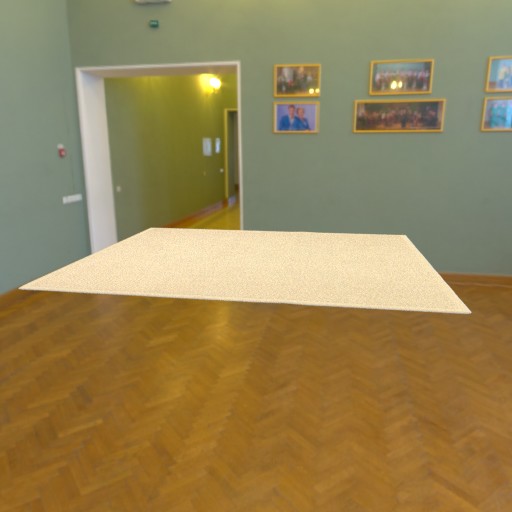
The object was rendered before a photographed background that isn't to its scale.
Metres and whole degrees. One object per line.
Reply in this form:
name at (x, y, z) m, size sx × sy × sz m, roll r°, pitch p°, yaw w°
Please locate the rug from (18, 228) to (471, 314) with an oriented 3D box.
rug at (0.000, 0.000, 4.036) m, size 3.009 × 0.019 × 2.423 m, roll 2°, pitch 14°, yaw 9°
